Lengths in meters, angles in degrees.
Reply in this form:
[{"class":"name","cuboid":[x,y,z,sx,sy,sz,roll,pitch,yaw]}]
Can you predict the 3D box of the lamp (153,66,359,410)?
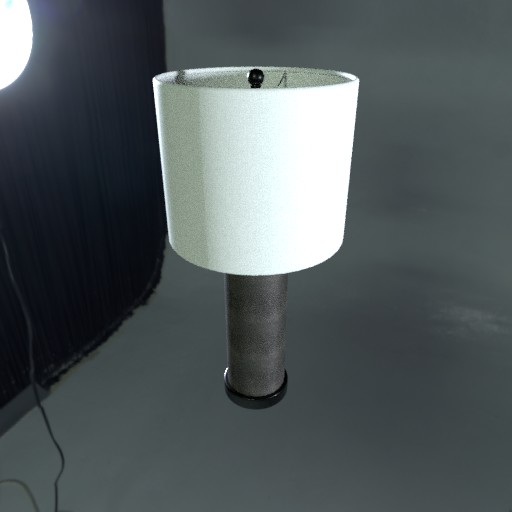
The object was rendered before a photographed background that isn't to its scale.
[{"class":"lamp","cuboid":[0.000,0.000,0.811,0.305,0.634,0.305,9,29,17]}]
